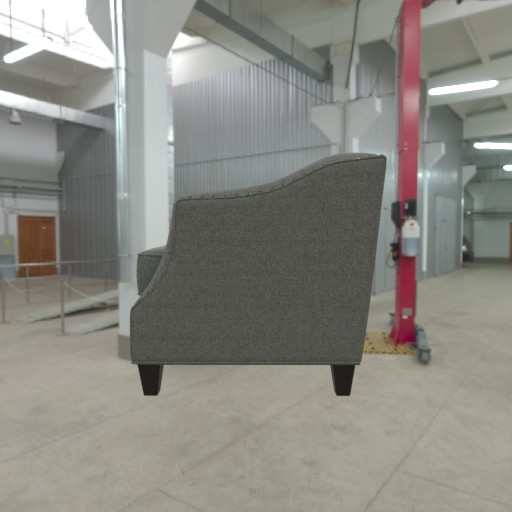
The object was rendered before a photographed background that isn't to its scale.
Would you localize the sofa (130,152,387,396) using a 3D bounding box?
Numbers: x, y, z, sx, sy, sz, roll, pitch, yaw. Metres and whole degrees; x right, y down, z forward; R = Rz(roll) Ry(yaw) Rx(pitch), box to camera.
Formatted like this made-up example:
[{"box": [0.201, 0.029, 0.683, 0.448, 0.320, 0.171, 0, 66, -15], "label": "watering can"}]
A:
[{"box": [0.000, 0.000, 2.648, 0.914, 0.901, 2.235, 0, 3, 0], "label": "sofa"}]
